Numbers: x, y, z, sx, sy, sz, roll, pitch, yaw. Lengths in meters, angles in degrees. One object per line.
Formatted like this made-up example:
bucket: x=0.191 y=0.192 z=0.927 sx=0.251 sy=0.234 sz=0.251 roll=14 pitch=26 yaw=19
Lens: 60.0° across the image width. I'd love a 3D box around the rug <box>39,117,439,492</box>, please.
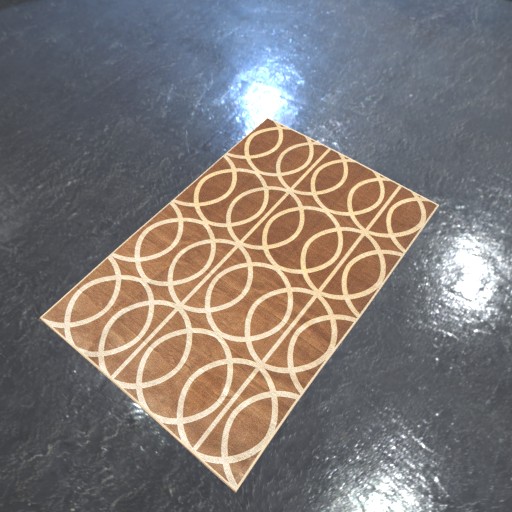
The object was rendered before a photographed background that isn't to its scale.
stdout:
rug: x=0.000 y=0.000 z=2.899 sx=1.528 sy=0.014 sz=2.294 roll=33 pitch=63 yaw=20
